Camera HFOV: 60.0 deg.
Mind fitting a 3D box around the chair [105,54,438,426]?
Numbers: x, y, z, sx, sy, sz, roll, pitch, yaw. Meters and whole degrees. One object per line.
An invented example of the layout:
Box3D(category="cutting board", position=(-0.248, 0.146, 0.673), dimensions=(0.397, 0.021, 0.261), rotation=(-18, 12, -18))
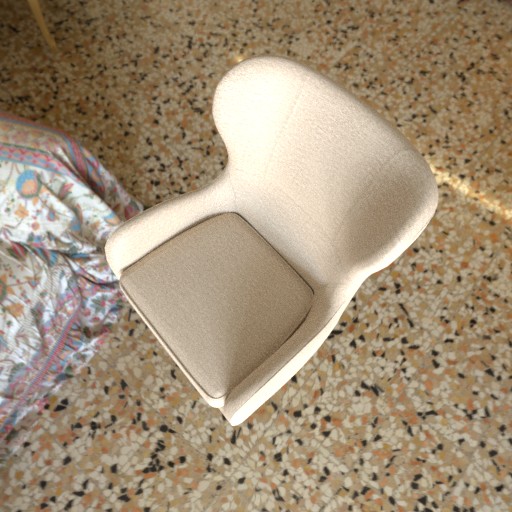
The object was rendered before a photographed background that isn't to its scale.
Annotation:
Box3D(category="chair", position=(0.000, 0.000, 1.765), dimensions=(0.984, 1.064, 0.861), rotation=(-37, 70, -16))
